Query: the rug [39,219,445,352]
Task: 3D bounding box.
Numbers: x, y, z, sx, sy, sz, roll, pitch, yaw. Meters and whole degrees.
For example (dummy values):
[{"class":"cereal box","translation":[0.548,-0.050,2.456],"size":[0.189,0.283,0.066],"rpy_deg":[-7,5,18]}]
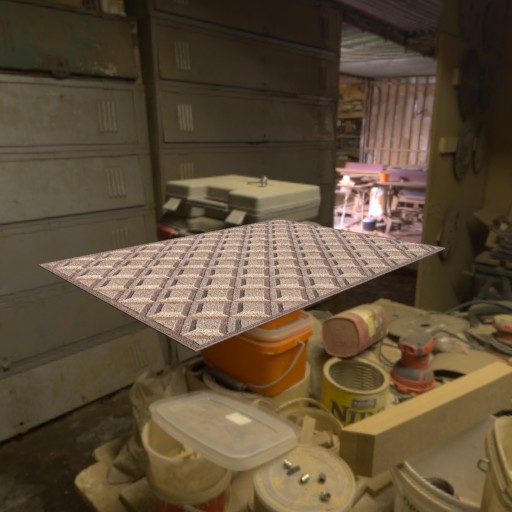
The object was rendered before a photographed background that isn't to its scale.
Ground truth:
[{"class":"rug","translation":[0.000,0.000,4.386],"size":[3.294,0.018,2.382],"rpy_deg":[-15,21,-43]}]
